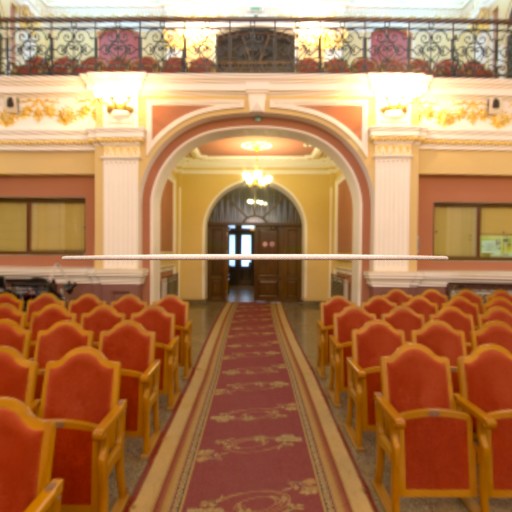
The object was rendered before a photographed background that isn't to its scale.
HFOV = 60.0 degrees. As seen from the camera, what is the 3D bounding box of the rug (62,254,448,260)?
[{"bbox_3d":[0.000,0.000,2.302,1.219,0.013,1.829,0,0,0],"label":"rug"}]
